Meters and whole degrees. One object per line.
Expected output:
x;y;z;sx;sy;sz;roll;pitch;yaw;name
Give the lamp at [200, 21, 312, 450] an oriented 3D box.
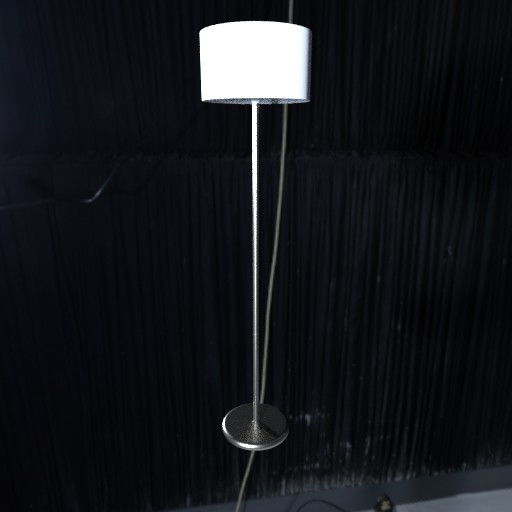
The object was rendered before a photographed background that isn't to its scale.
0.000;0.000;1.585;0.347;1.443;0.347;-3;16;-10;lamp
